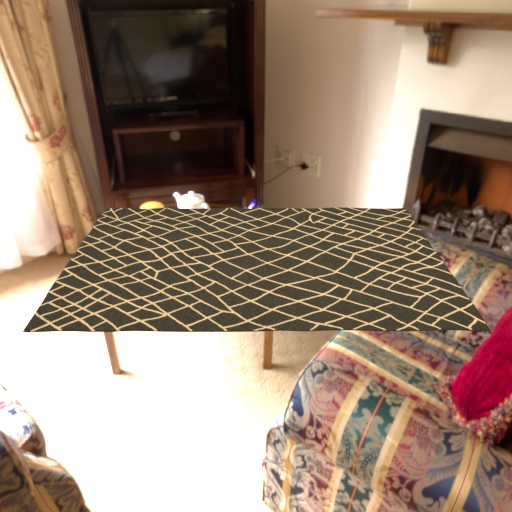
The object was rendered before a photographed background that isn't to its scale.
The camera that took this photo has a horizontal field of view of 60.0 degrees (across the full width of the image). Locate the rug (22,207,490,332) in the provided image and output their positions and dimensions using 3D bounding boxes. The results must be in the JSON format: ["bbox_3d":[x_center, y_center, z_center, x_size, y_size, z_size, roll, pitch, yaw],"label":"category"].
[{"bbox_3d":[0.000,0.000,2.965,2.448,0.017,1.529,0,31,0],"label":"rug"}]
